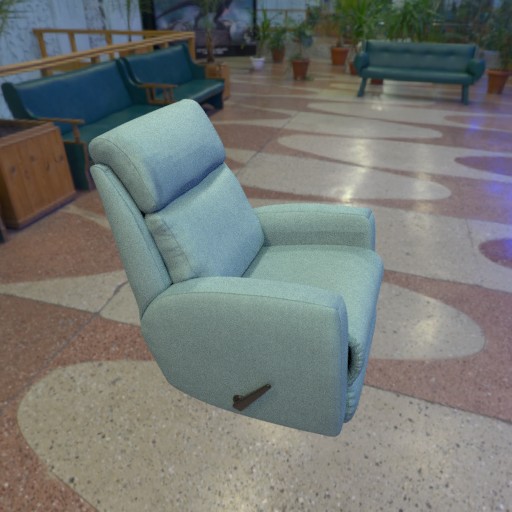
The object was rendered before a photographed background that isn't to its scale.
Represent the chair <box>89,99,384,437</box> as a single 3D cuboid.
[{"bbox_3d":[0.000,0.000,1.689,0.940,1.013,0.812,11,32,17],"label":"chair"}]
